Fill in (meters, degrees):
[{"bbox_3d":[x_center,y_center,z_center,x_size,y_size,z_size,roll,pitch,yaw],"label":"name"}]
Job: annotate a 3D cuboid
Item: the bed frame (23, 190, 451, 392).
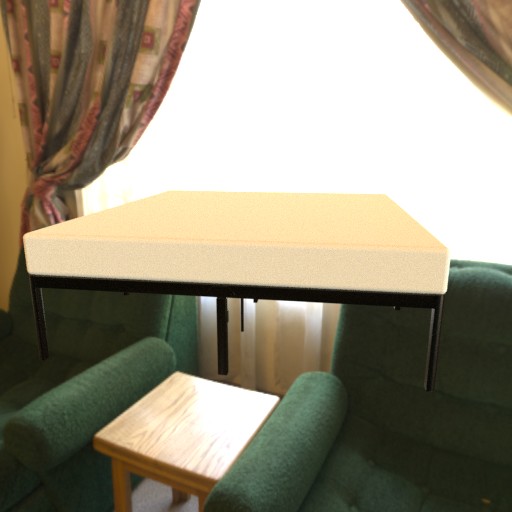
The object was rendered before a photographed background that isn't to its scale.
[{"bbox_3d":[0.000,0.000,3.027,1.963,0.659,2.079,2,14,9],"label":"bed frame"}]
